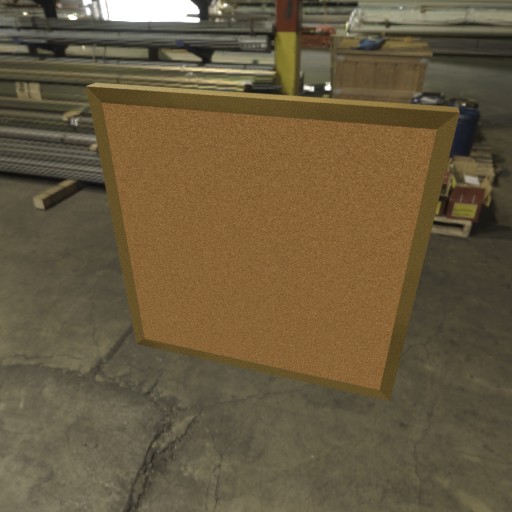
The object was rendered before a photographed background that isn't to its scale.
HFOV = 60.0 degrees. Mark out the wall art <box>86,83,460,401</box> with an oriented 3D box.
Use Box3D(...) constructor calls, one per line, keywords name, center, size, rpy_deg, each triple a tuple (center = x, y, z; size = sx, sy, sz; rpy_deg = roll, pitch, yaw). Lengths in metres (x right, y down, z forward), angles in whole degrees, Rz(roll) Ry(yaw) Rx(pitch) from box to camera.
Box3D(name="wall art", center=(0.000, 0.000, 1.094), size=(0.762, 0.762, 0.038), rpy_deg=(9, 34, 14))
